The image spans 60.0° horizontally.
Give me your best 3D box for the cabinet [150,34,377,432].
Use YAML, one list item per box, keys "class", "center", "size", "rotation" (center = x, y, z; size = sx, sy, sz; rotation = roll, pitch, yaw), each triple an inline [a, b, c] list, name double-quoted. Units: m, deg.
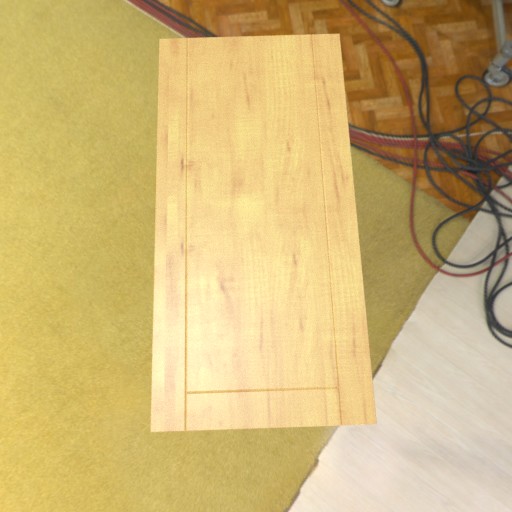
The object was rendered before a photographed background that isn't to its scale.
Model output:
- class: "cabinet"
  center: [0.000, 0.000, 1.399]
  size: [0.450, 0.840, 0.920]
  rotation: [-2, 76, 0]
